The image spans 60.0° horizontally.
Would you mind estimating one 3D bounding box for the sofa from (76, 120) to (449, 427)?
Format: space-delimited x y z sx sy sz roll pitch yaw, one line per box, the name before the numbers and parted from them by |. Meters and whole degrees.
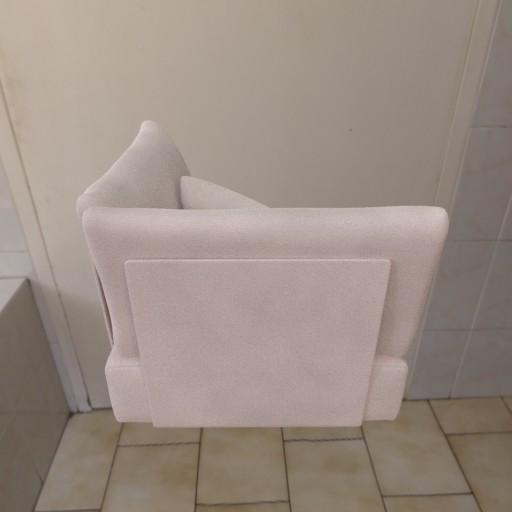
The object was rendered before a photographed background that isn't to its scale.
sofa | 0.000 0.000 1.714 1.000 0.820 1.000 0 30 0
